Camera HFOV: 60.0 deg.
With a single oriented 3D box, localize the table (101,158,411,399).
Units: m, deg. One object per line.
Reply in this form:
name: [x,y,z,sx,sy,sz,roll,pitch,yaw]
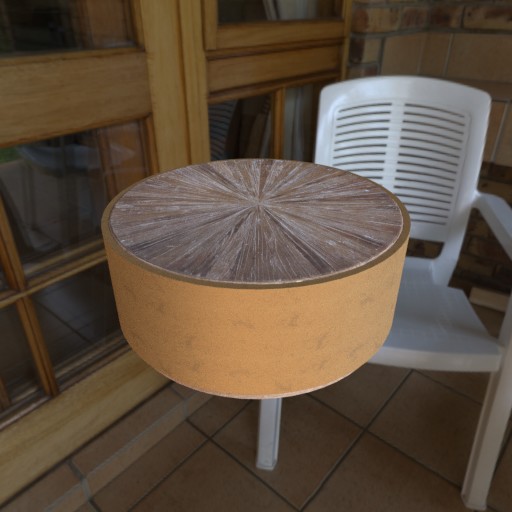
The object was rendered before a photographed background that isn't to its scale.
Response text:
table: [0.000,0.000,1.594,1.001,0.409,1.001,0,30,0]
